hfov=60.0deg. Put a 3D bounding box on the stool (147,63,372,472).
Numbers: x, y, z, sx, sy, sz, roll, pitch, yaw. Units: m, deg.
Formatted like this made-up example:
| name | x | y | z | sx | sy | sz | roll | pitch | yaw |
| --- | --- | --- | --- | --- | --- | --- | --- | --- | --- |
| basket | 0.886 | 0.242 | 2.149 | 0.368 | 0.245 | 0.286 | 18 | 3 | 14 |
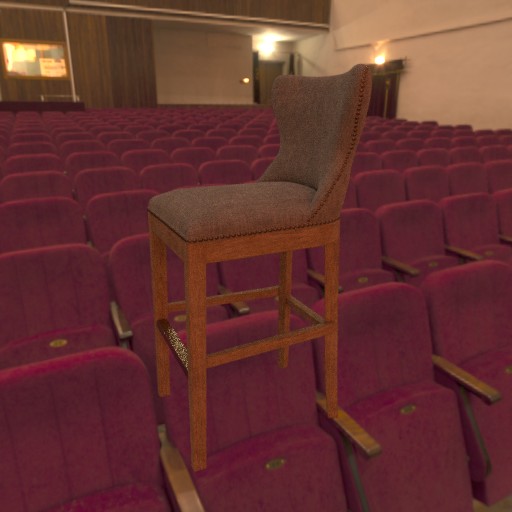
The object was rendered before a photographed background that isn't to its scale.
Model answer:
| name | x | y | z | sx | sy | sz | roll | pitch | yaw |
| --- | --- | --- | --- | --- | --- | --- | --- | --- | --- |
| stool | 0.000 | 0.000 | 1.427 | 0.606 | 1.123 | 0.494 | -9 | 20 | -25 |
